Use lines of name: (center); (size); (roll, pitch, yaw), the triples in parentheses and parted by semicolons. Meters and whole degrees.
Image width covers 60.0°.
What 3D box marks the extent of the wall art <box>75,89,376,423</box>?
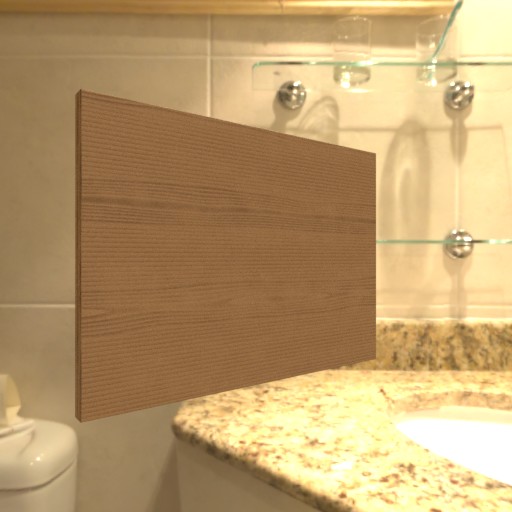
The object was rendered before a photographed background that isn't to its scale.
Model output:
wall art: (0.000, 0.000, 1.084); (0.841, 0.609, 0.063); (0, 0, -37)
